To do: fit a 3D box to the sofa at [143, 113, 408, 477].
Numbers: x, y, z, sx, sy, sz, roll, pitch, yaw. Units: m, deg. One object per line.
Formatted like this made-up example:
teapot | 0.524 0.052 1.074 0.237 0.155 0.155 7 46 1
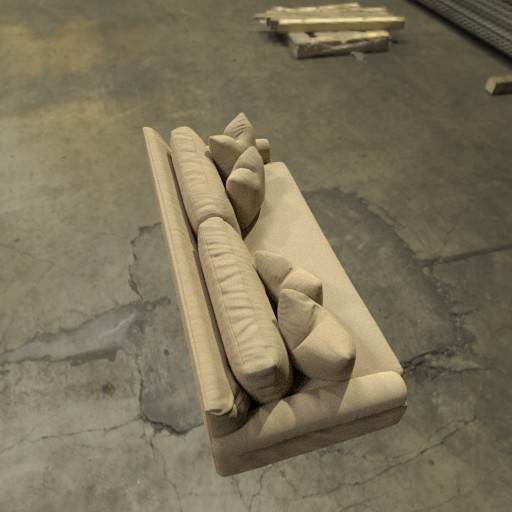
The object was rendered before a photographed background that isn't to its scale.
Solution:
sofa | 0.000 0.000 2.766 1.067 0.904 2.285 -12 48 -11
